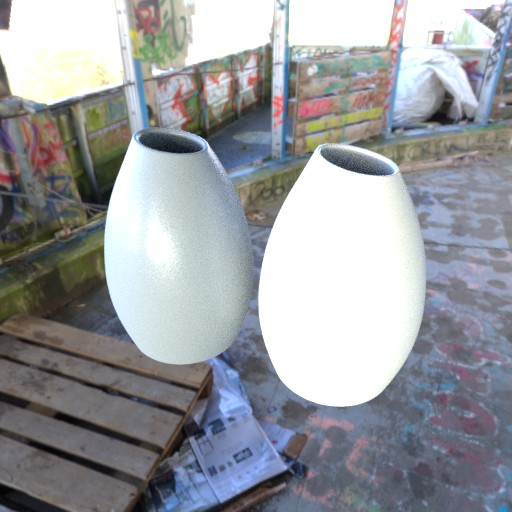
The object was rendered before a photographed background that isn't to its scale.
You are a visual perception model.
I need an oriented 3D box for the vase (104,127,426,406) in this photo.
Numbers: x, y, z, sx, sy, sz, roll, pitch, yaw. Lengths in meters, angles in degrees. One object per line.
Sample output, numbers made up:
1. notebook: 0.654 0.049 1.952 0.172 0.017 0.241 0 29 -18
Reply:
1. vase: 0.000 0.000 0.252 0.187 0.131 0.089 10 32 16
